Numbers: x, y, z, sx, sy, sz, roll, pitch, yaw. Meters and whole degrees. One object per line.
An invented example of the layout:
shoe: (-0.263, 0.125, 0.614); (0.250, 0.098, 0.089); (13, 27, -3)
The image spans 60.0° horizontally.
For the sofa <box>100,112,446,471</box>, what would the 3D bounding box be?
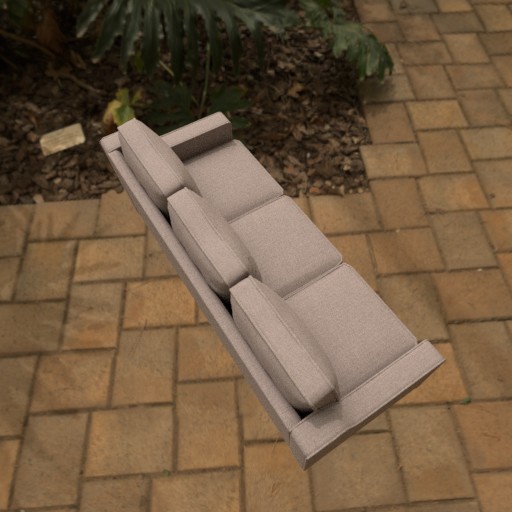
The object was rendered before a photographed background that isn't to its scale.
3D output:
sofa: (0.000, 0.000, 2.594); (0.899, 0.950, 2.129); (-29, 62, -17)
